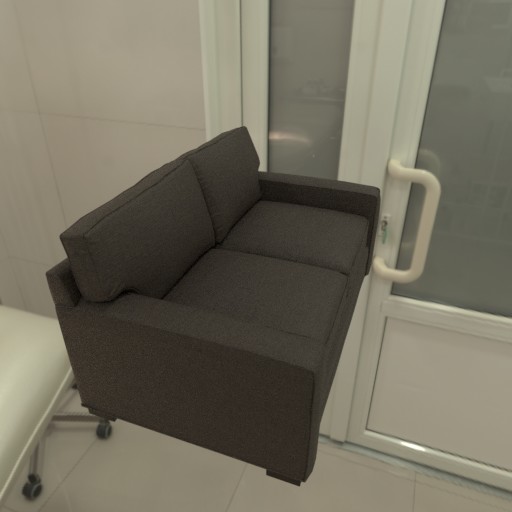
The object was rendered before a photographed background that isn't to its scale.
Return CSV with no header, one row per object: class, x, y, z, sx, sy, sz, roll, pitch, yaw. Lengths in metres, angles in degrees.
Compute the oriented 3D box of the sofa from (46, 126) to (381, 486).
sofa,0.000,0.000,2.097,0.974,0.887,1.534,11,32,18
